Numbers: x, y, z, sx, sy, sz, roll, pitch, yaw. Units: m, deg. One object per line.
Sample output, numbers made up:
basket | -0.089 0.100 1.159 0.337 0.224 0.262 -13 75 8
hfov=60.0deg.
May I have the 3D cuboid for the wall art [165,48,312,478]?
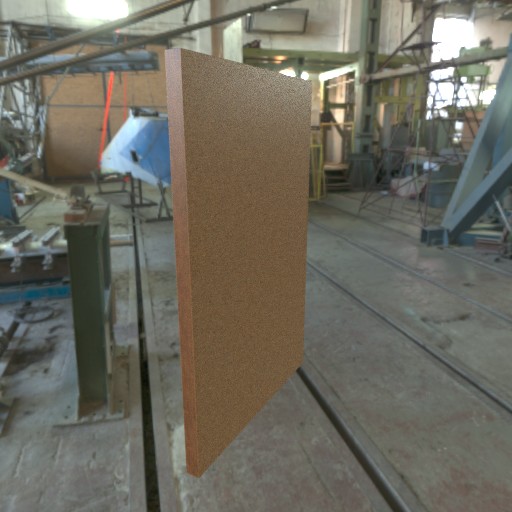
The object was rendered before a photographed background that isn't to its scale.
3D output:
wall art | 0.000 0.000 1.166 0.037 0.914 0.610 9 18 28
